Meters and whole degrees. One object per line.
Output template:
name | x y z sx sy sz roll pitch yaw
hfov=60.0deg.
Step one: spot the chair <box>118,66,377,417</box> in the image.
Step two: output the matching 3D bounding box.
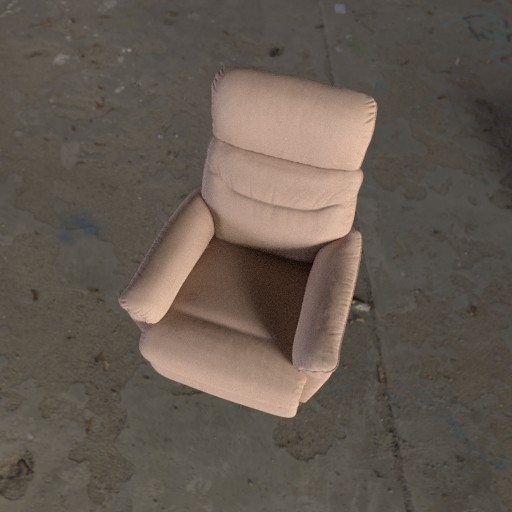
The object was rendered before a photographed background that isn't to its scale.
chair | 0.000 0.000 1.786 0.820 1.037 1.004 16 59 10
